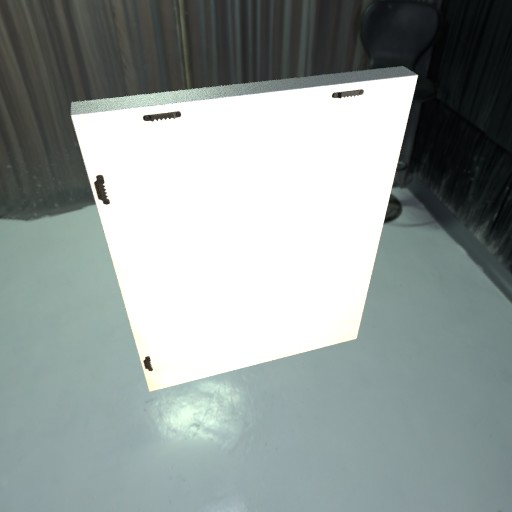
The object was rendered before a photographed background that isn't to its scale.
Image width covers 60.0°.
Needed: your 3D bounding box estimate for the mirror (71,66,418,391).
[{"bbox_3d":[0.000,0.000,0.675,0.406,0.509,0.041,-11,42,-13],"label":"mirror"}]
